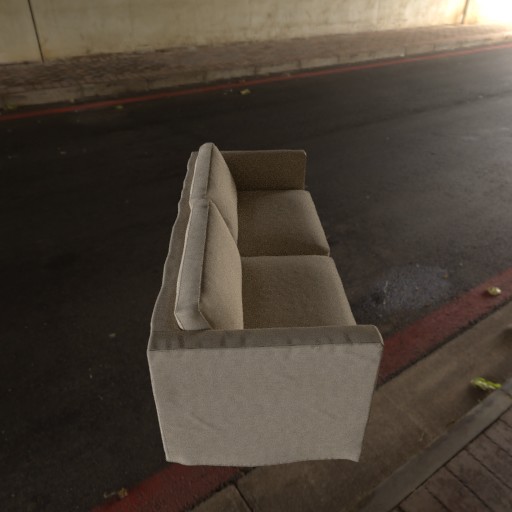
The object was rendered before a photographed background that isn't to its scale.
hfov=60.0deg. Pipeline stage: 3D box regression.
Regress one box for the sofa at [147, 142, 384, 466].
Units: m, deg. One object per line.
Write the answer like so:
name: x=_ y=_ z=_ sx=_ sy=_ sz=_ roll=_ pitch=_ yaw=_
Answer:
sofa: x=0.000 y=0.000 z=2.785 sx=0.956 sy=0.847 sz=2.296 roll=-1 pitch=32 yaw=-2
